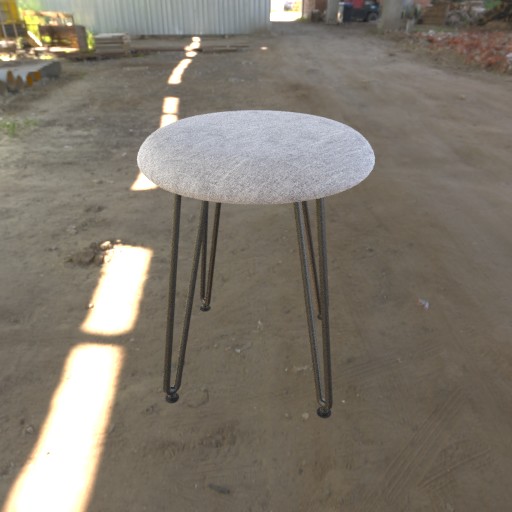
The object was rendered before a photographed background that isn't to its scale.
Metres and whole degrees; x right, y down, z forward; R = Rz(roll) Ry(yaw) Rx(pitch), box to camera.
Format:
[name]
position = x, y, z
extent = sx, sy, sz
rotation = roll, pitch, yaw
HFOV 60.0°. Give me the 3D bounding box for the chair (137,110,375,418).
[chair]
position = 0.000, 0.000, 0.670
extent = 0.350, 0.386, 0.350
rotation = -21, 36, -32
